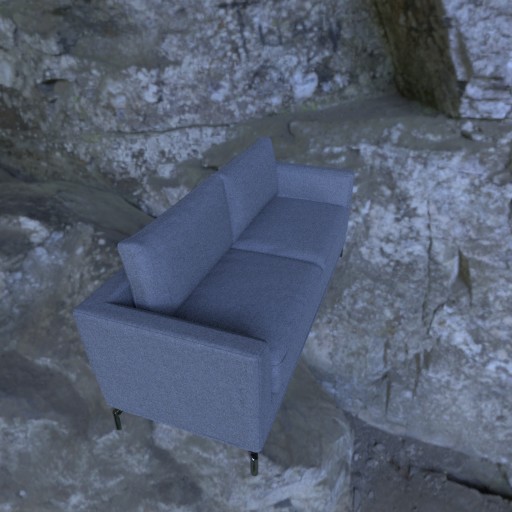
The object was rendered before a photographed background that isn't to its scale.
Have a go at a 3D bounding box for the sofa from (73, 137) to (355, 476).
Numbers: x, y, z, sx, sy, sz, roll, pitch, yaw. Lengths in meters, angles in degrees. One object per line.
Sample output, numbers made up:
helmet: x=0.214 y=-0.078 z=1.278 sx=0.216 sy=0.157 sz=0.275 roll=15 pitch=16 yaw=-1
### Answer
sofa: x=0.000 y=0.000 z=2.750 sx=0.869 sy=1.002 sz=2.212 roll=10 pitch=32 yaw=17
